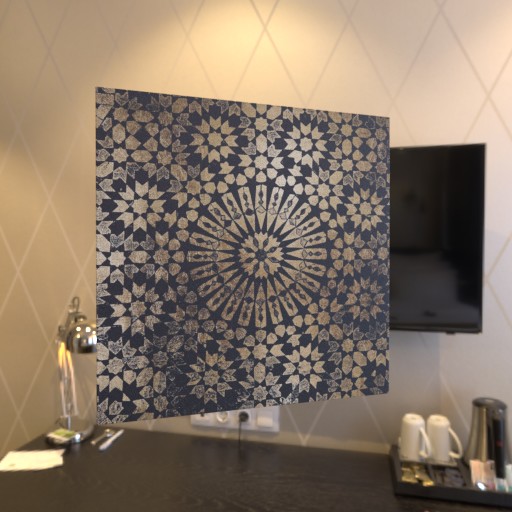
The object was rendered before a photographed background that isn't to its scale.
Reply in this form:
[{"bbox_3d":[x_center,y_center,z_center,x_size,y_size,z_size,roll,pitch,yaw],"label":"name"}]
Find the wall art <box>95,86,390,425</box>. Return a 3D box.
[{"bbox_3d":[0.000,0.000,1.345,0.914,0.914,0.038,0,1,-17],"label":"wall art"}]
